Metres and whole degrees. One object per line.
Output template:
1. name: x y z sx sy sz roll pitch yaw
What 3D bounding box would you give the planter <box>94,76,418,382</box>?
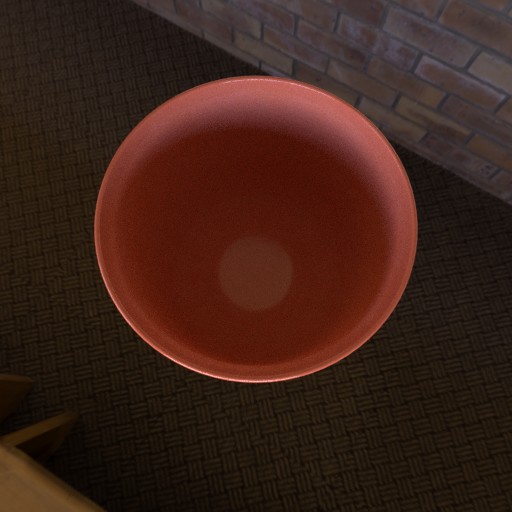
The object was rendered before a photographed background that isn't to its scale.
1. planter: 0.000 0.000 0.494 0.266 0.270 0.266 0 75 0
